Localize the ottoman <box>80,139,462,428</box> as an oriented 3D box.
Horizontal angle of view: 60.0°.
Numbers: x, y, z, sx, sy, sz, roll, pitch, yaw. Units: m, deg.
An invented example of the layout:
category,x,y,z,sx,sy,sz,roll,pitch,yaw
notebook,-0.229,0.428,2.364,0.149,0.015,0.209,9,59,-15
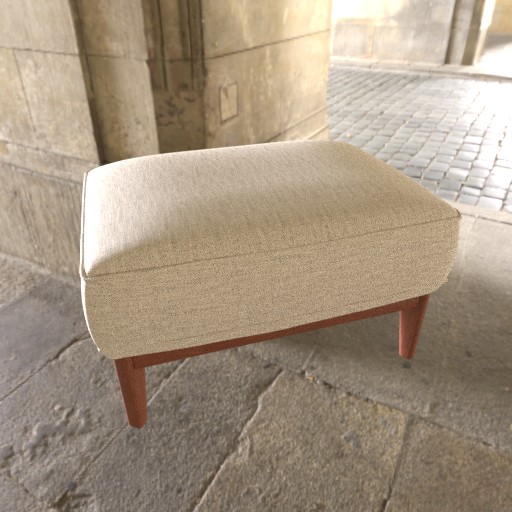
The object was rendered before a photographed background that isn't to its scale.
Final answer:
category,x,y,z,sx,sy,sz,roll,pitch,yaw
ottoman,0.000,0.000,1.136,0.794,0.465,0.594,-10,33,-15
